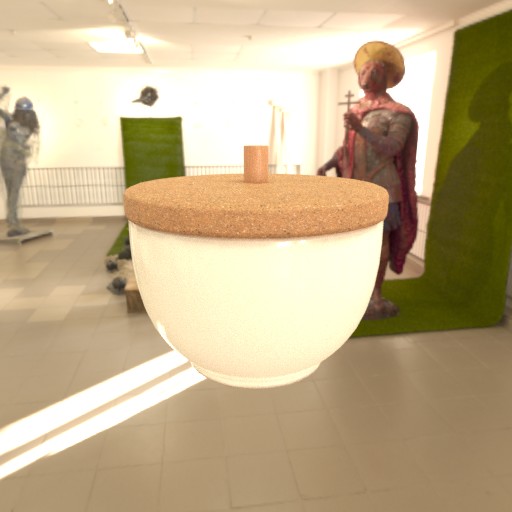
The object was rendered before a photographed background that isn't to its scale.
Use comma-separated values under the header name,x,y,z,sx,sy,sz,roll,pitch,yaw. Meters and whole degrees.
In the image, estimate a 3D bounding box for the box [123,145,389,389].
name,x,y,z,sx,sy,sz,roll,pitch,yaw
box,0.000,0.000,0.194,0.107,0.094,0.107,0,16,0
